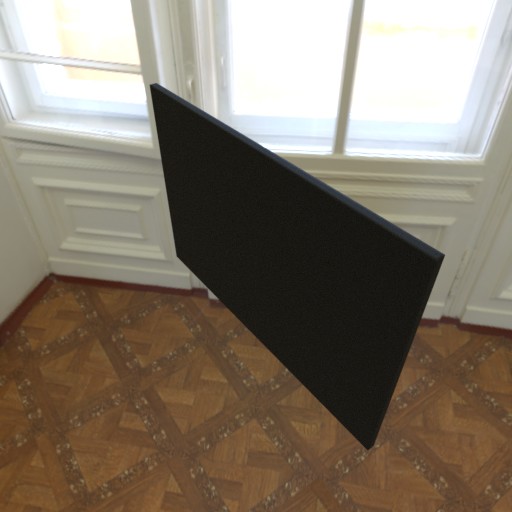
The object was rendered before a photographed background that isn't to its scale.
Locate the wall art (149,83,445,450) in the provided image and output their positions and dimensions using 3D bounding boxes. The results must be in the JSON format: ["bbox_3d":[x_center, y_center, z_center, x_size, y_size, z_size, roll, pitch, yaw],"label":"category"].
[{"bbox_3d":[0.000,0.000,1.215,0.049,0.659,0.964,-26,48,-27],"label":"wall art"}]
